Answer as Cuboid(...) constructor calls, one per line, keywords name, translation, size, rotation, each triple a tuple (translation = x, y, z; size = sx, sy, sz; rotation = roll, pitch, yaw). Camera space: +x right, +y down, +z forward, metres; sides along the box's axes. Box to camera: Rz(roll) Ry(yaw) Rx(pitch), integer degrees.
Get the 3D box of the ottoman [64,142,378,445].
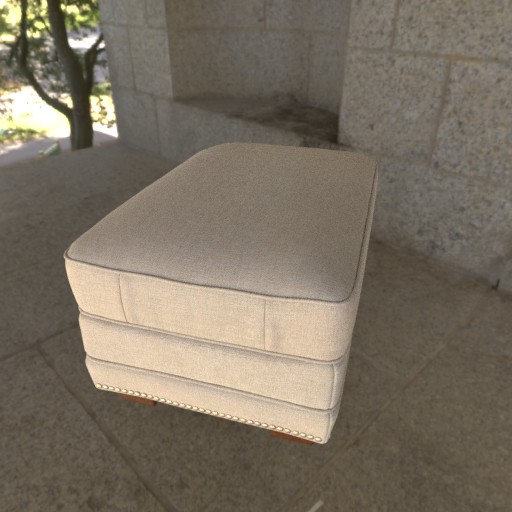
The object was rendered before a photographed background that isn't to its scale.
Cuboid(name="ottoman", translation=(0.000, 0.000, 1.163), size=(0.559, 0.458, 0.813), rotation=(8, 32, 14))
